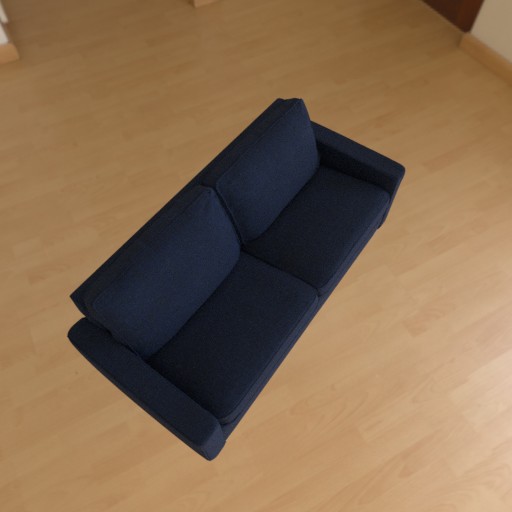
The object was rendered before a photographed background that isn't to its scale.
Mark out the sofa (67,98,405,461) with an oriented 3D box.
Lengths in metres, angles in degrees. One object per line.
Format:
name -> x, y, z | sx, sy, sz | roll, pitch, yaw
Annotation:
sofa -> 0.000, 0.000, 2.648 | 0.940, 0.919, 2.080 | 32, 64, 18
